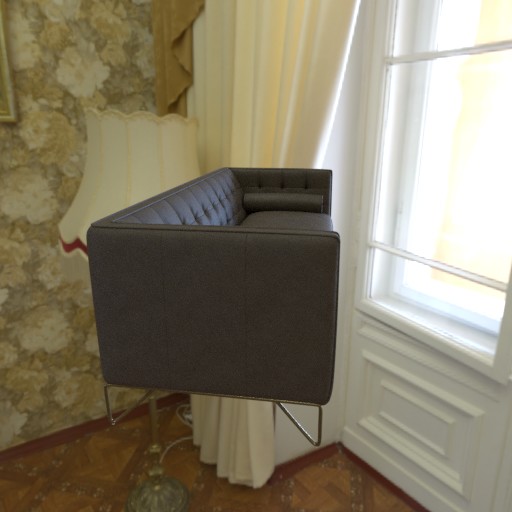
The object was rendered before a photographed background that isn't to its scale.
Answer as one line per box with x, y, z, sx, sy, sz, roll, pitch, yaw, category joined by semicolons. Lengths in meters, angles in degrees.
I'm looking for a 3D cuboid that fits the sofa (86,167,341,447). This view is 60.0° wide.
0.000;0.000;2.490;0.867;0.789;2.087;3;17;8;sofa
